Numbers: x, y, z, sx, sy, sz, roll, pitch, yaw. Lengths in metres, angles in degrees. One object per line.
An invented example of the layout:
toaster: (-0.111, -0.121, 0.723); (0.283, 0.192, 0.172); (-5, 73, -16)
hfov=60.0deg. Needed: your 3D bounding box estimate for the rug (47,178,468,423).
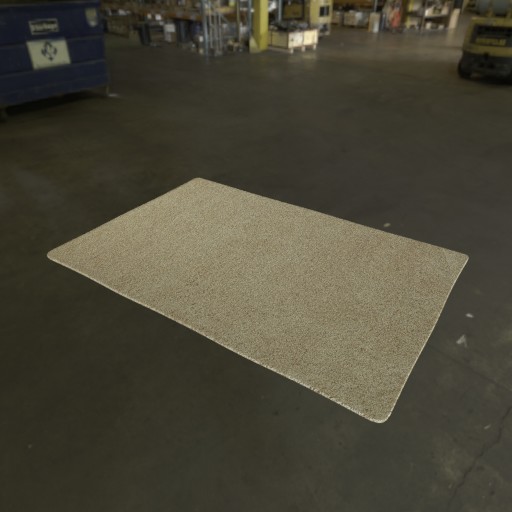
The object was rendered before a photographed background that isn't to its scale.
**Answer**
rug: (0.000, 0.000, 3.379); (2.700, 0.024, 1.801); (20, 38, 28)
